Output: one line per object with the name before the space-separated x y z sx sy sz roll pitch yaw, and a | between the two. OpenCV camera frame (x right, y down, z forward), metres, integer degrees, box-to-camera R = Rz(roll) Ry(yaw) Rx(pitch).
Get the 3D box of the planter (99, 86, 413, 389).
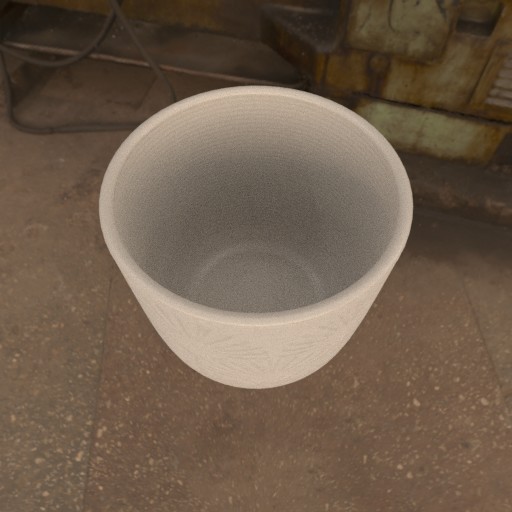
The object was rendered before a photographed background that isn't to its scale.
planter | 0.000 0.000 0.222 0.124 0.109 0.124 0 57 0
